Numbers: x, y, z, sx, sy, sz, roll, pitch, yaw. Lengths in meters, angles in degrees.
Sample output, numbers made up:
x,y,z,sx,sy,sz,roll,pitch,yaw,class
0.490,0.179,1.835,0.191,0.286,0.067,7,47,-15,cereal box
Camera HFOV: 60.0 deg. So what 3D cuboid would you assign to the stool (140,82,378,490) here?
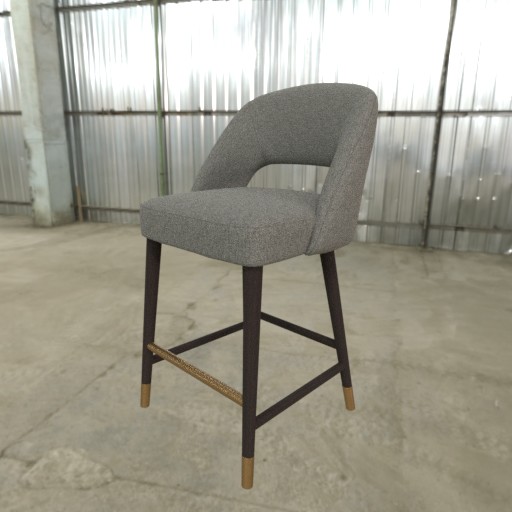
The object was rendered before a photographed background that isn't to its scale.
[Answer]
x,y,z,sx,sy,sz,roll,pitch,yaw,class
0.000,0.000,1.221,0.524,0.925,0.536,-15,21,-43,stool
